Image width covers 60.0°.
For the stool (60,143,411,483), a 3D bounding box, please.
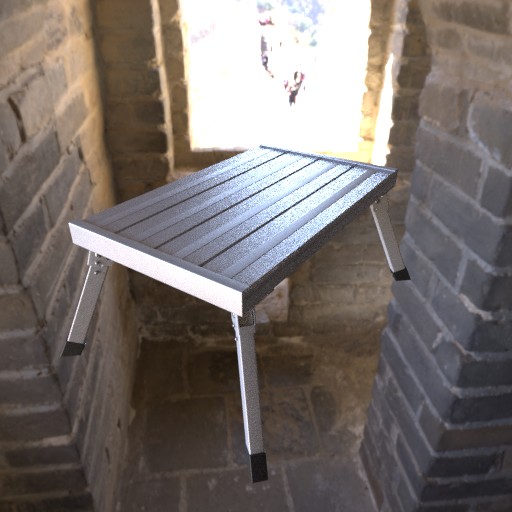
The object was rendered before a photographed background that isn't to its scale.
[{"bbox_3d":[0.000,0.000,0.727,0.385,0.225,0.535,19,35,30],"label":"stool"}]
